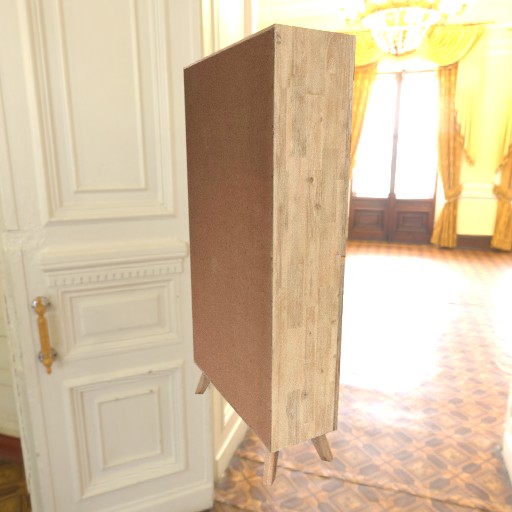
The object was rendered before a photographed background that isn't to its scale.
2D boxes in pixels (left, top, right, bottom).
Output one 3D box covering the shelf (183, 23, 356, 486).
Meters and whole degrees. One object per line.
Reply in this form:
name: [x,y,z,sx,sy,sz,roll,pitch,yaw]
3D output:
shelf: [0.000,0.000,1.741,0.308,1.471,0.748,-7,15,-27]
